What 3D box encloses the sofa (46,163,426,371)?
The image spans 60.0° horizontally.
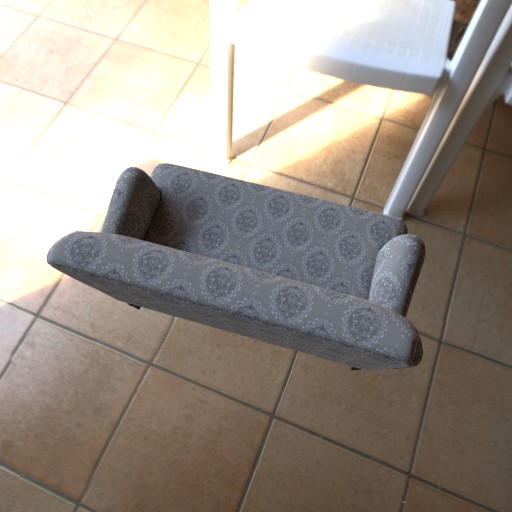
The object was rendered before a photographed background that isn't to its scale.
[{"bbox_3d":[0.000,0.000,1.844,1.297,0.889,0.779,15,66,7],"label":"sofa"}]
